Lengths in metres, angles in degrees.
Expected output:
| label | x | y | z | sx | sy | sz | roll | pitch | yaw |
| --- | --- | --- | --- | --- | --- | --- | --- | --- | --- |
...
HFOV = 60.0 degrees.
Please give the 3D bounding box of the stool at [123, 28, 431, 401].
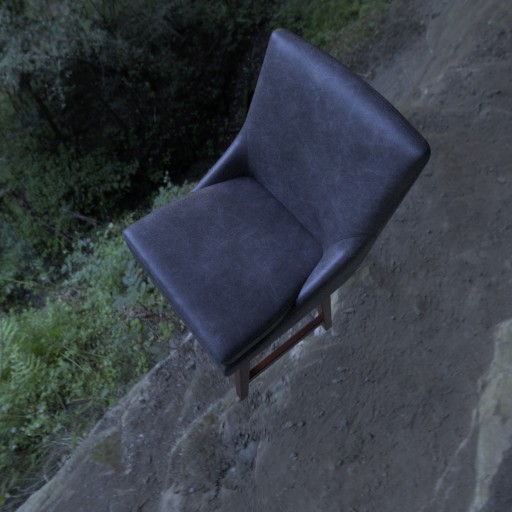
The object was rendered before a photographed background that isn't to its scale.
| label | x | y | z | sx | sy | sz | roll | pitch | yaw |
| --- | --- | --- | --- | --- | --- | --- | --- | --- | --- |
| stool | 0.000 | 0.000 | 1.339 | 0.587 | 1.046 | 0.492 | -36 | 69 | -16 |
